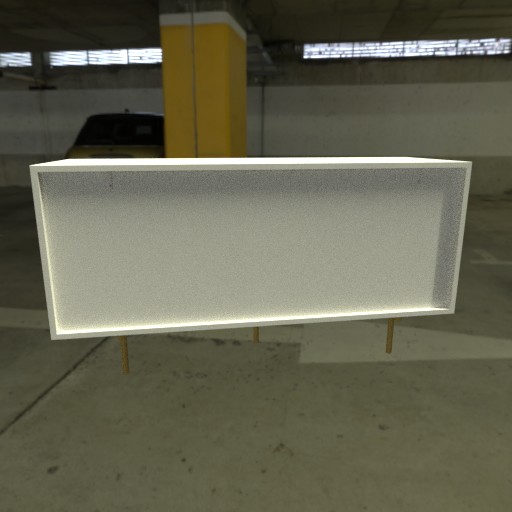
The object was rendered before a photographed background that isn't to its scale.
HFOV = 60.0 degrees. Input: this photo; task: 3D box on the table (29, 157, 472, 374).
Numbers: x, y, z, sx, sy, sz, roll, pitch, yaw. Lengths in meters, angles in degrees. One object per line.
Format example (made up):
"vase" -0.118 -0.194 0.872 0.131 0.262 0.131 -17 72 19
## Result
"table" 0.000 0.000 1.824 1.500 0.769 0.508 -2 15 -9
